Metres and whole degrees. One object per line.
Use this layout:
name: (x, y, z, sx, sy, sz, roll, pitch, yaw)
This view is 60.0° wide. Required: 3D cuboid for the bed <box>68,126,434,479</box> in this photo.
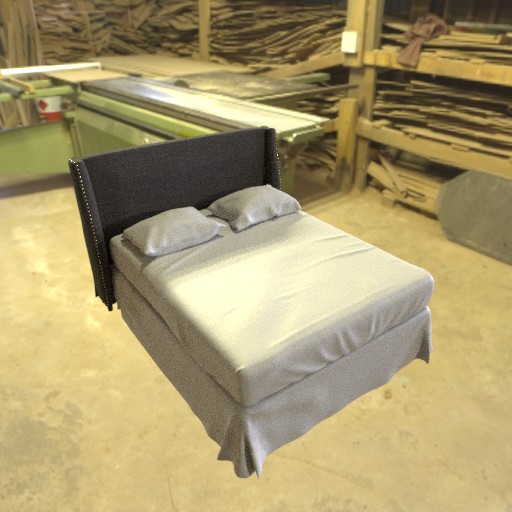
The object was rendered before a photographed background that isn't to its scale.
bed: (0.000, 0.000, 3.359, 1.925, 1.332, 2.276, -19, 34, -31)
